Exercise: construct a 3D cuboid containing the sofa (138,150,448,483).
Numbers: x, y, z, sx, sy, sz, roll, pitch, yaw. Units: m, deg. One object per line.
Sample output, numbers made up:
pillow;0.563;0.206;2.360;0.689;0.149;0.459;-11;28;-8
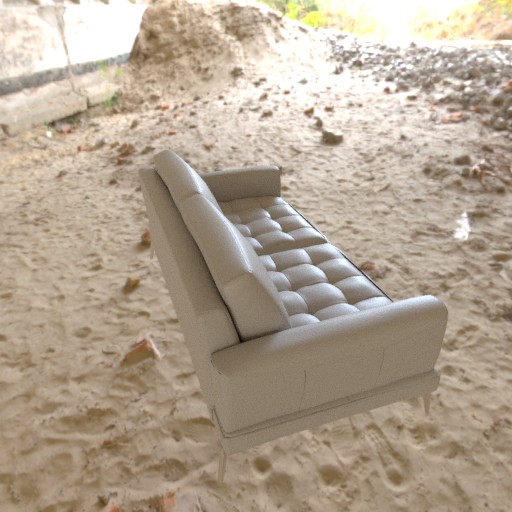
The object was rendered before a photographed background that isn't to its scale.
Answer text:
sofa;0.000;0.000;2.700;1.121;0.930;2.177;-10;32;-17
